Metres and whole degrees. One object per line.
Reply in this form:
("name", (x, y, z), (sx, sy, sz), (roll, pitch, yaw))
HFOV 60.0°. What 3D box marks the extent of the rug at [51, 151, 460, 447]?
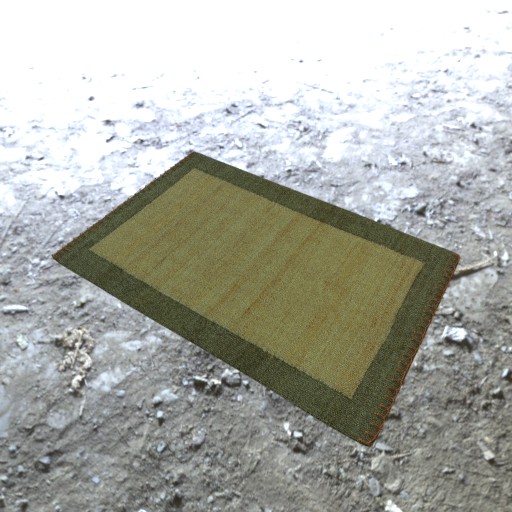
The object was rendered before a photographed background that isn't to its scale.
("rug", (0.000, 0.000, 2.351), (1.838, 0.019, 1.220), (25, 51, 22))
